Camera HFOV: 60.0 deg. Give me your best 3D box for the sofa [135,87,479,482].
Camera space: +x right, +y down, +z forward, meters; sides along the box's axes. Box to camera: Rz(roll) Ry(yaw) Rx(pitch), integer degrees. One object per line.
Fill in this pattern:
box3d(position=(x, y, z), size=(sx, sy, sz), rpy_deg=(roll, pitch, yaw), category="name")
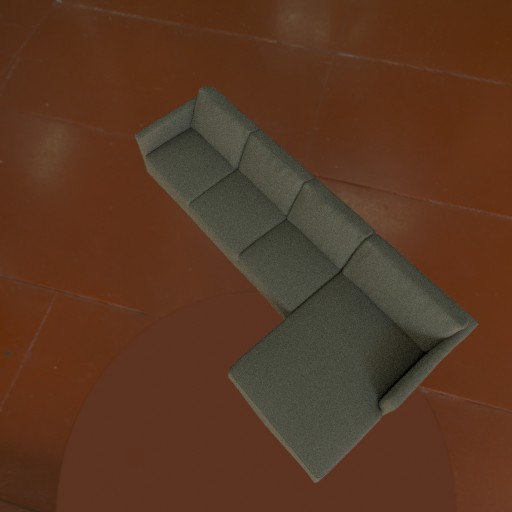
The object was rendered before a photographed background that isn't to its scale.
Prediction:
box3d(position=(0.000, 0.000, 3.774), size=(1.625, 0.861, 3.186), rpy_deg=(-38, 70, -17), category="sofa")
